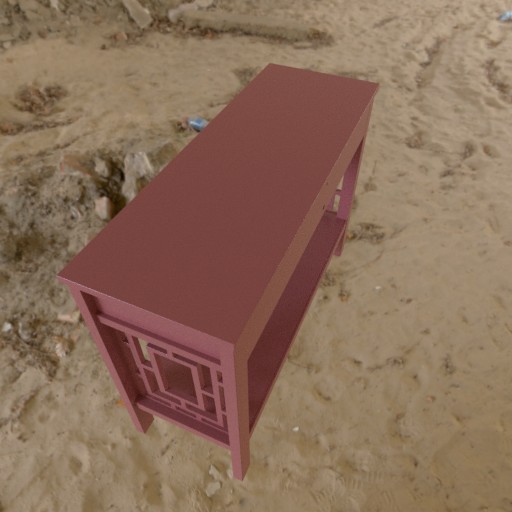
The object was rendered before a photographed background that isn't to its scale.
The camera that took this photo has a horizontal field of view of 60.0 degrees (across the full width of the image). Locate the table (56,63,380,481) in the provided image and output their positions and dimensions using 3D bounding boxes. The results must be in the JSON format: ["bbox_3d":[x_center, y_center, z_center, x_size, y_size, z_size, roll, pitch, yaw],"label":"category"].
[{"bbox_3d":[0.000,0.000,1.415,0.397,0.753,1.068,18,49,16],"label":"table"}]
